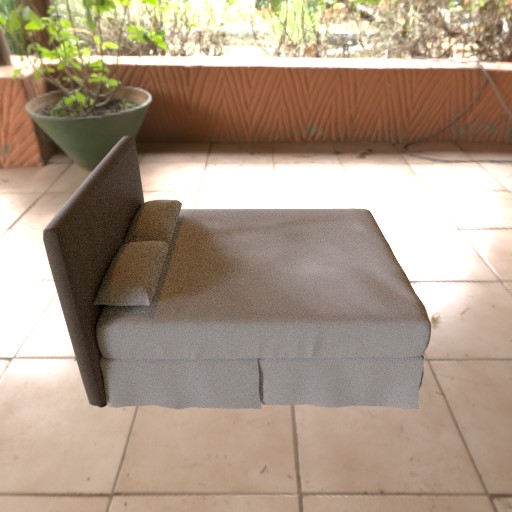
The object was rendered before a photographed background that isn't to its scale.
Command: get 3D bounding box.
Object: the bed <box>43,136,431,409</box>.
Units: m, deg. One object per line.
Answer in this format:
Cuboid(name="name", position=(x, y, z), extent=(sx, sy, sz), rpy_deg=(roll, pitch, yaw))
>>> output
Cuboid(name="bed", position=(0.000, 0.000, 3.209), extent=(2.142, 1.330, 1.723), rpy_deg=(0, 31, -1))
